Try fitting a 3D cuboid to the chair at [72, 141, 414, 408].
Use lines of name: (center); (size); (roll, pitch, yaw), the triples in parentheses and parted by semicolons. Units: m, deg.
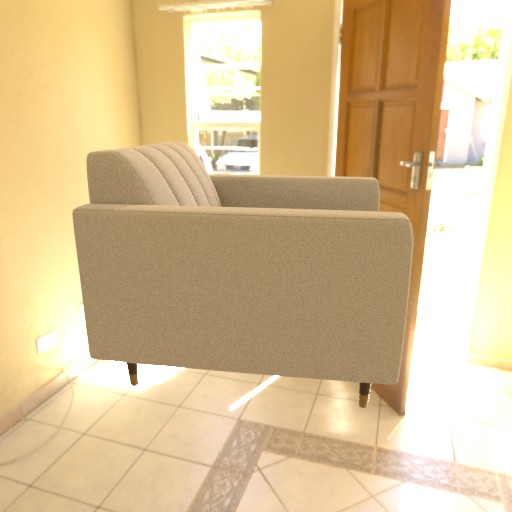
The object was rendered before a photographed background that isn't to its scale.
chair: (0.000, 0.000, 1.696); (0.998, 0.819, 0.953); (3, 17, 8)
